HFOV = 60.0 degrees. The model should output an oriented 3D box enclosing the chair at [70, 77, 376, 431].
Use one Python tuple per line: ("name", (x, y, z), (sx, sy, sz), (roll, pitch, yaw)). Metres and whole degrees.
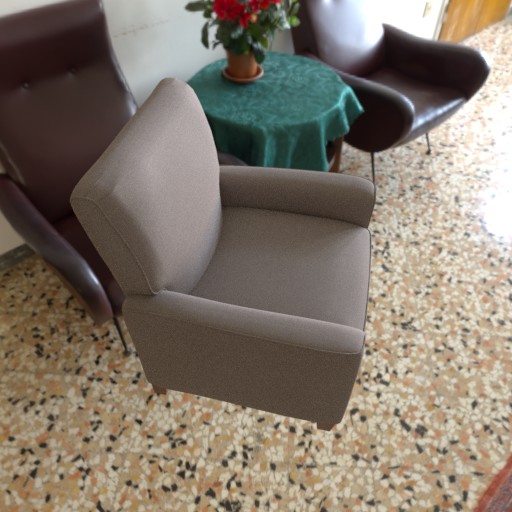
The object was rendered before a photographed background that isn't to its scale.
("chair", (0.000, 0.000, 1.634), (0.859, 1.023, 0.845), (9, 48, 9))
